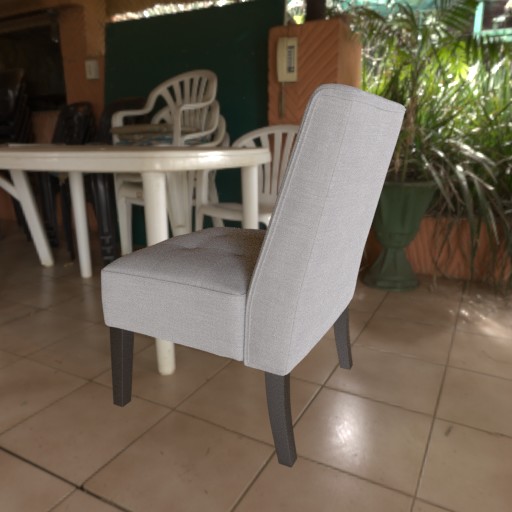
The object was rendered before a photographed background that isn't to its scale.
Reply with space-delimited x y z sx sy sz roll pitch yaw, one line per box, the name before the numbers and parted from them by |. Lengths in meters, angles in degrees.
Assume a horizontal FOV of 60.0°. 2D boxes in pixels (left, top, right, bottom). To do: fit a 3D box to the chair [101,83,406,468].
chair | 0.000 0.000 1.264 0.676 0.853 0.569 8 17 26
